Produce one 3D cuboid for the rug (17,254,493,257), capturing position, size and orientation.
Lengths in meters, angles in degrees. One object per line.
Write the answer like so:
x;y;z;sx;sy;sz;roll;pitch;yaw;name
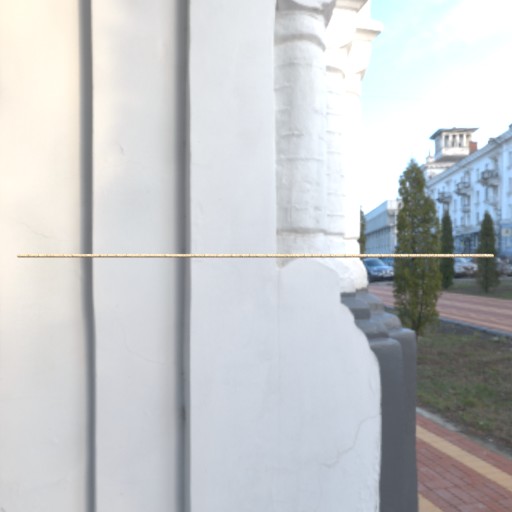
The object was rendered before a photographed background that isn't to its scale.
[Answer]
0.000;0.000;2.743;2.132;0.015;1.526;0;0;1;rug
